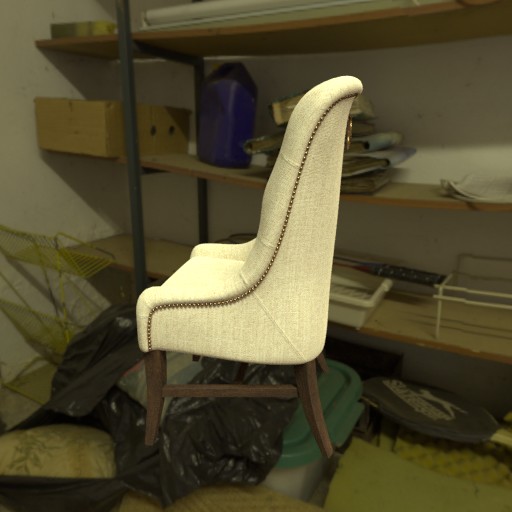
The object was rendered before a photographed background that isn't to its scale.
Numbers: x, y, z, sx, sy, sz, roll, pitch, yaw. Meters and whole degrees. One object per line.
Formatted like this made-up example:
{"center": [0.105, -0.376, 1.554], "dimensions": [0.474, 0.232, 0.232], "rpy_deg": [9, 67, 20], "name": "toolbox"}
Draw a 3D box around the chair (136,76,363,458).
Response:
{"center": [0.000, 0.000, 1.475], "dimensions": [0.629, 1.091, 0.634], "rpy_deg": [2, 15, 8], "name": "chair"}
